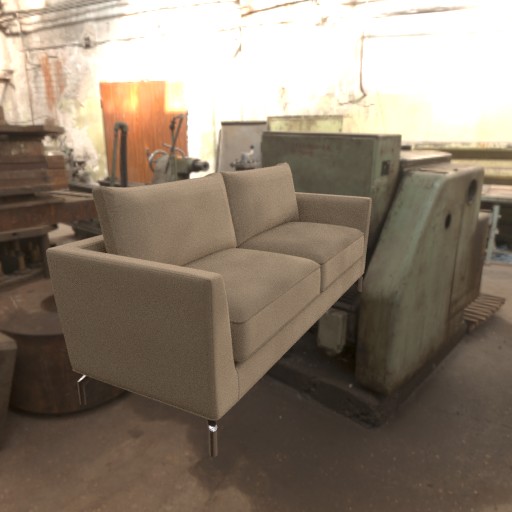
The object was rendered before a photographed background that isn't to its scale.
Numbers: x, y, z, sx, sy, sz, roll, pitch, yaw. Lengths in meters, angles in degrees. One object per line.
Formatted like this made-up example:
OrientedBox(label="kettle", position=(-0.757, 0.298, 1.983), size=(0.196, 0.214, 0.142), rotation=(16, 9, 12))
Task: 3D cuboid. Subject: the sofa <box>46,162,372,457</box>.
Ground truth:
OrientedBox(label="sofa", position=(0.000, 0.000, 2.684), size=(0.868, 1.005, 2.214), rotation=(8, 18, 27))
